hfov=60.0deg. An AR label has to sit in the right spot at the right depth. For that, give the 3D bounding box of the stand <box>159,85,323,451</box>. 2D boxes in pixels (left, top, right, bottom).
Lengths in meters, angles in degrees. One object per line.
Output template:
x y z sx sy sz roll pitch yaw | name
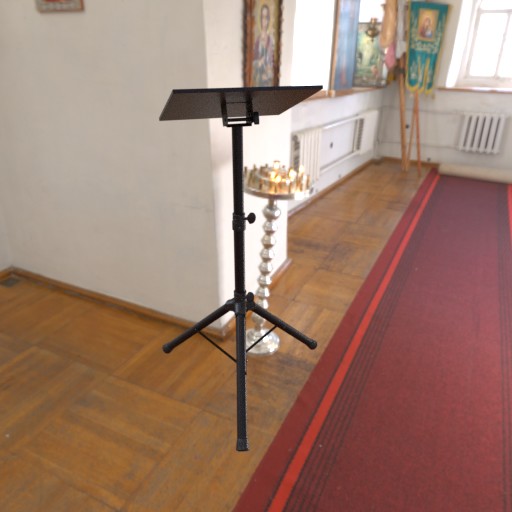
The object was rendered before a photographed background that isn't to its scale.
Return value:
0.000 0.000 1.650 0.702 1.198 0.702 -8 27 -17 | stand
